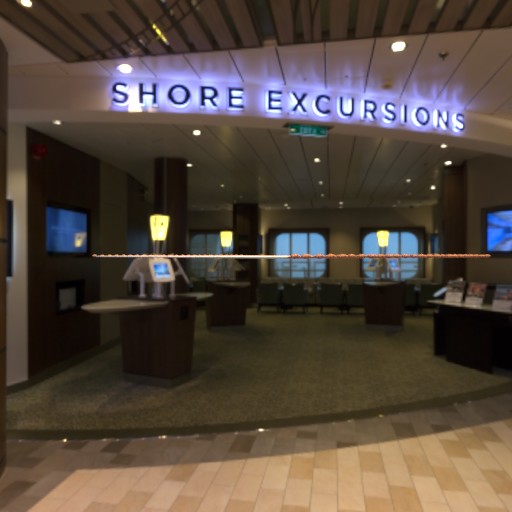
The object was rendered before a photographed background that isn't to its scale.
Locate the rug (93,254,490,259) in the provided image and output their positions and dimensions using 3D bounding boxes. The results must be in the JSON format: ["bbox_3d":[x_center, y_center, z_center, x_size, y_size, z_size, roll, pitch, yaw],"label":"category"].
[{"bbox_3d":[0.000,0.000,2.539,1.232,0.017,2.092,0,0,-36],"label":"rug"}]
